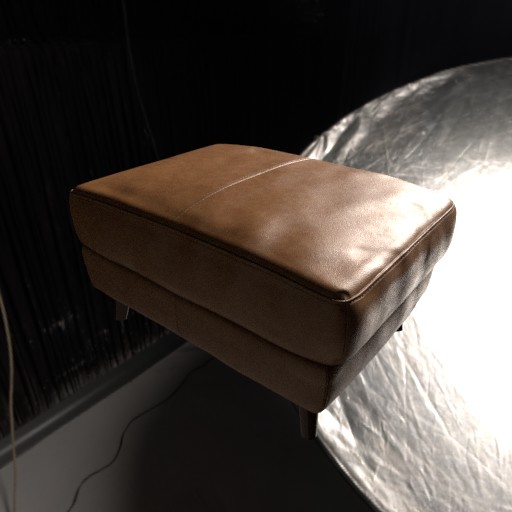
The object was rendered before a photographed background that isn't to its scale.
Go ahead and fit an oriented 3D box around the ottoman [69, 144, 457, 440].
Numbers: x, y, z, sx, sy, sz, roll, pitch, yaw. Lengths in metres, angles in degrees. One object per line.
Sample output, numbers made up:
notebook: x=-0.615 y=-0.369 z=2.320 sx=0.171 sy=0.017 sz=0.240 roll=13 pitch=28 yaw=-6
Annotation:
ottoman: x=0.000 y=0.000 z=1.216 sx=0.869 sy=0.461 sz=0.630 roll=21 pitch=35 yaw=33
